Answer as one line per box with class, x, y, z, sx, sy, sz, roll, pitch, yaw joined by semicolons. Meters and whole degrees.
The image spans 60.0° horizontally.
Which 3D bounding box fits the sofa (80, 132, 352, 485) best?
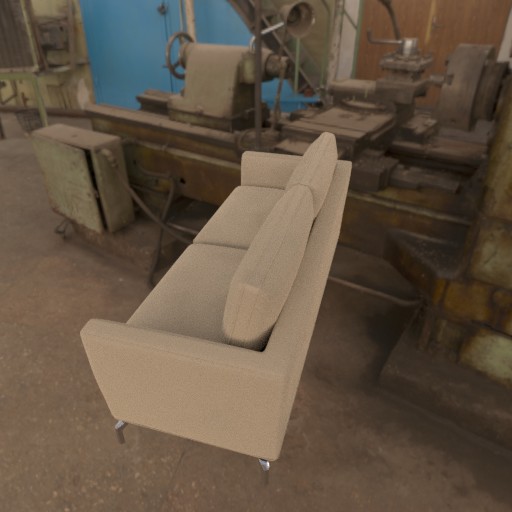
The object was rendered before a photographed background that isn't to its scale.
sofa;0.000;0.000;2.672;0.868;1.005;2.214;9;34;14
